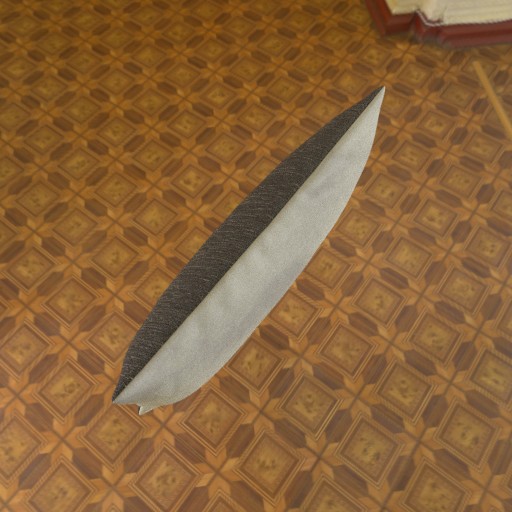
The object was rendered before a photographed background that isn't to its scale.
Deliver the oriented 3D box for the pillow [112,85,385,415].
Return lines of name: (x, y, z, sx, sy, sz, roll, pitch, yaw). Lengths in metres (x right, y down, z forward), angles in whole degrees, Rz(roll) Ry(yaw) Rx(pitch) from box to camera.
pillow: (0.000, 0.000, 0.735, 0.156, 0.305, 0.608, 33, 67, 16)
